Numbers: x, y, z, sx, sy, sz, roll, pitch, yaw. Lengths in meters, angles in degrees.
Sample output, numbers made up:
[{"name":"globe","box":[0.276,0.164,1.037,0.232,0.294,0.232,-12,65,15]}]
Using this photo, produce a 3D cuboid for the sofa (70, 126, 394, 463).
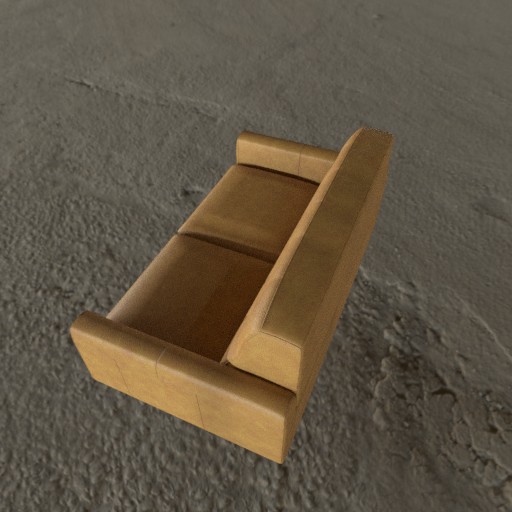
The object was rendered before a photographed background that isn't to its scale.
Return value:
[{"name":"sofa","box":[0.000,0.000,2.255,0.952,0.925,1.651,18,49,16]}]
